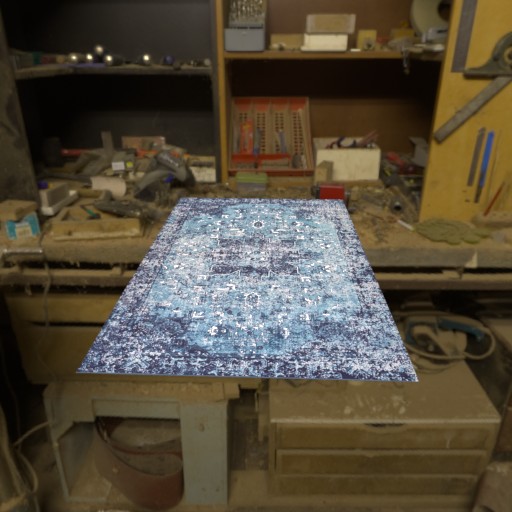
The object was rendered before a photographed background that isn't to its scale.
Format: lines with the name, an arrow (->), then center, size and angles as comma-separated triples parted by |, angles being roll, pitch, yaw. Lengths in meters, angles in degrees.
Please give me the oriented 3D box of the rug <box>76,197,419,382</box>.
rug -> 0.000, 0.000, 3.052 | 1.525, 0.007, 2.440 | 1, 26, 2
